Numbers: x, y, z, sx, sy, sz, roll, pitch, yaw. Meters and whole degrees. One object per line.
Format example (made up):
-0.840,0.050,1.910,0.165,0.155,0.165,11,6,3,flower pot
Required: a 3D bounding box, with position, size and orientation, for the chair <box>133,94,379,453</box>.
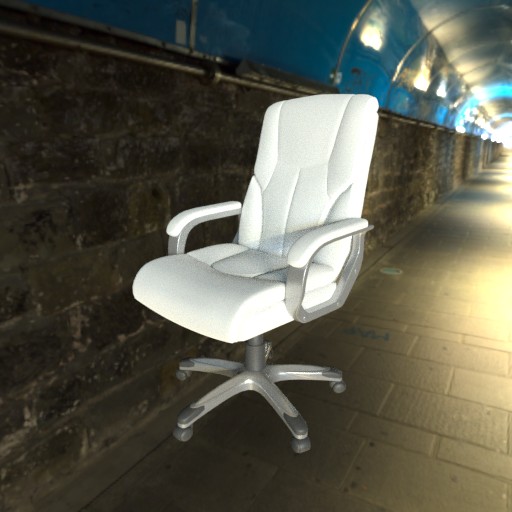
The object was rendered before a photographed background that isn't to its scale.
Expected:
0.000,0.000,1.563,0.687,1.120,0.738,14,20,43,chair
